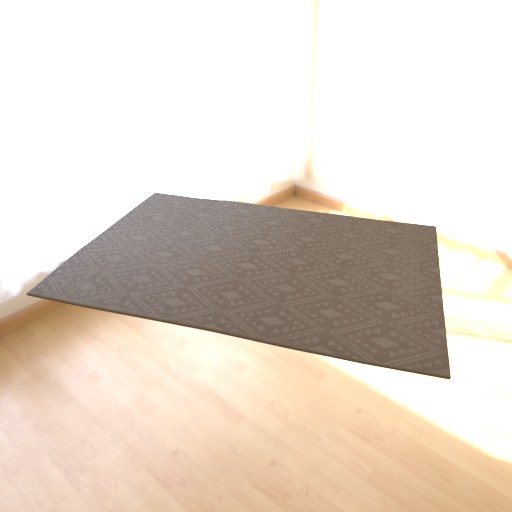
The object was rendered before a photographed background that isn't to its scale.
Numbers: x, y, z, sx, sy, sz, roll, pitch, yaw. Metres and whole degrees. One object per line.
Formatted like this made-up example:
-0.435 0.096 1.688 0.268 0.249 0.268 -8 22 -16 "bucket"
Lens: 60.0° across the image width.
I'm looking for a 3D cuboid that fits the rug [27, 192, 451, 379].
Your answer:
0.000 0.000 2.318 1.829 0.034 1.252 9 32 14 "rug"
